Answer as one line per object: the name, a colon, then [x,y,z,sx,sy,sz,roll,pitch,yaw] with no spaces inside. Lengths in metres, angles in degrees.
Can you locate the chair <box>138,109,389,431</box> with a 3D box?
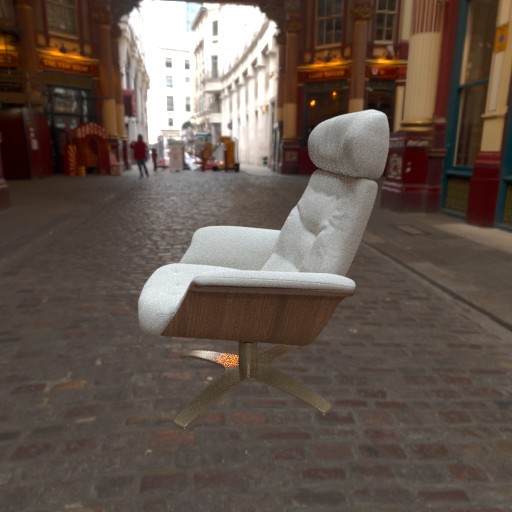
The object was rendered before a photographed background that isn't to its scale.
chair: [0.000,0.000,1.599,0.837,0.995,0.785,-2,14,-7]
